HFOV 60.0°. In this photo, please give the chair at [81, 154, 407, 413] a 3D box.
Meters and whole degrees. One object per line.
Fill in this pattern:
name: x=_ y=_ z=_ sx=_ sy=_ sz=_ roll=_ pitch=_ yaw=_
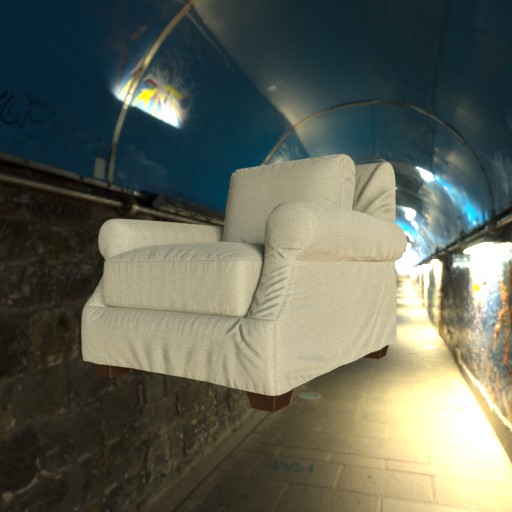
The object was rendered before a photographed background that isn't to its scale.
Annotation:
chair: x=0.000 y=0.000 z=1.771 sx=0.940 sy=0.866 sz=1.066 roll=-1 pitch=-2 yaw=34
